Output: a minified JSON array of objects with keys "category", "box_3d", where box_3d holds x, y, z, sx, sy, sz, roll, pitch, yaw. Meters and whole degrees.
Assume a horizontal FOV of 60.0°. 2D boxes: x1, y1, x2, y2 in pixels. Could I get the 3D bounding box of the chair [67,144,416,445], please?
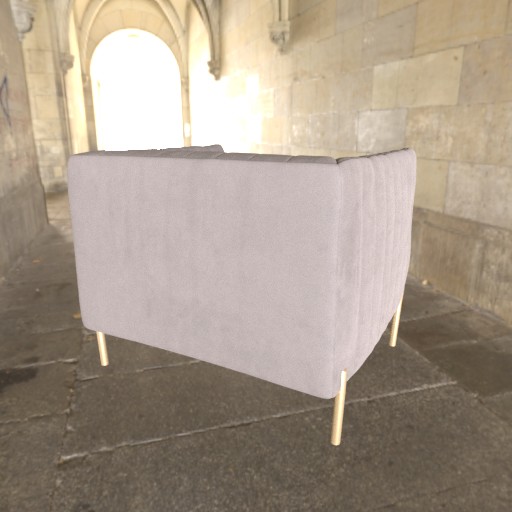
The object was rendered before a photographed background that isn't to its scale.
[{"category":"chair","box_3d":[0.000,0.000,1.626,0.981,0.779,0.873,9,18,27]}]
